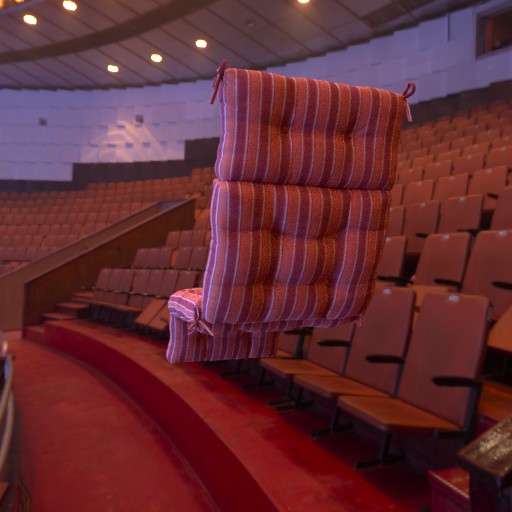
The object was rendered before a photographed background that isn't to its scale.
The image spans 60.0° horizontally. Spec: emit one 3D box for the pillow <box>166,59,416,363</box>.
[{"bbox_3d":[0.000,0.000,1.477,0.526,0.863,1.016,1,-2,-18],"label":"pillow"}]
